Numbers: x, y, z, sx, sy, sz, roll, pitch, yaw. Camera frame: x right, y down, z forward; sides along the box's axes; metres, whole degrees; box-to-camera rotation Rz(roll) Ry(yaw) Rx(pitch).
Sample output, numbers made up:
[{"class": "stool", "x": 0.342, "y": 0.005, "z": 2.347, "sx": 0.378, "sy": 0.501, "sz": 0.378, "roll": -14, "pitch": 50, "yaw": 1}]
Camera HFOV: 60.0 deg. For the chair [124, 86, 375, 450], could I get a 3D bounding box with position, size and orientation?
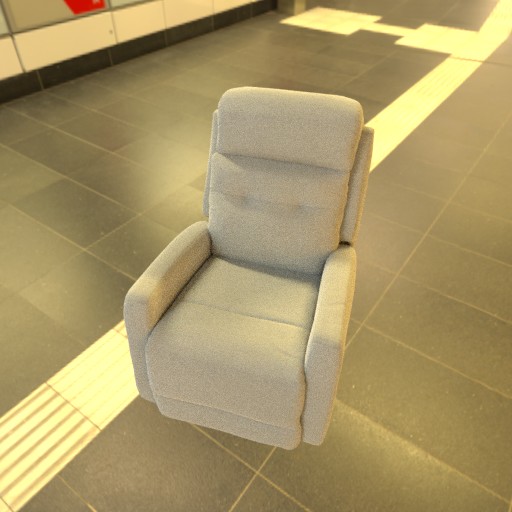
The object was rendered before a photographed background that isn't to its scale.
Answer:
[{"class": "chair", "x": 0.000, "y": 0.000, "z": 1.746, "sx": 0.798, "sy": 1.013, "sz": 1.043, "roll": 11, "pitch": 42, "yaw": 12}]
